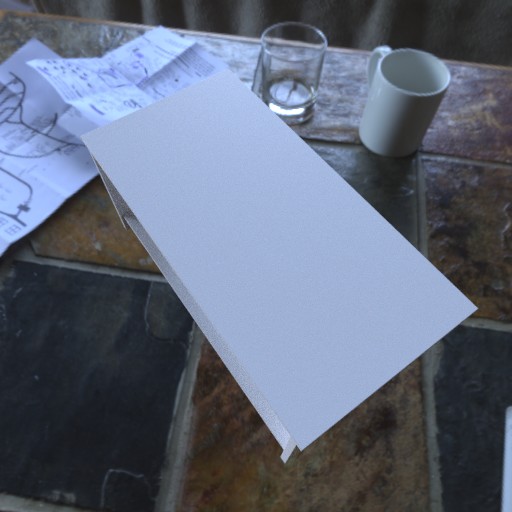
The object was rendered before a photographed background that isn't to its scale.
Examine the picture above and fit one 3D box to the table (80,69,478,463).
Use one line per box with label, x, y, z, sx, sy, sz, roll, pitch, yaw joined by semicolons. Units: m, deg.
table;0.000;0.000;1.305;0.500;0.441;1.000;-32;65;-17
